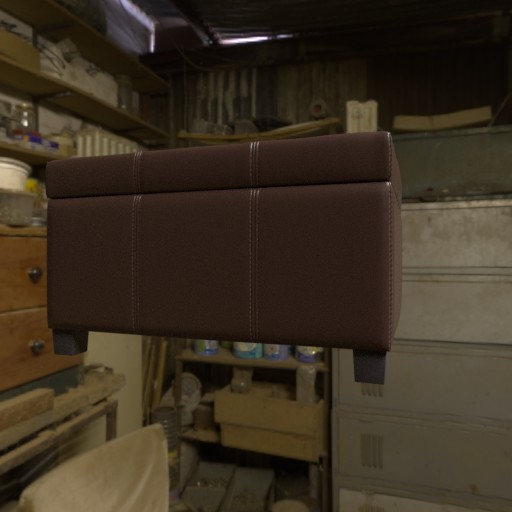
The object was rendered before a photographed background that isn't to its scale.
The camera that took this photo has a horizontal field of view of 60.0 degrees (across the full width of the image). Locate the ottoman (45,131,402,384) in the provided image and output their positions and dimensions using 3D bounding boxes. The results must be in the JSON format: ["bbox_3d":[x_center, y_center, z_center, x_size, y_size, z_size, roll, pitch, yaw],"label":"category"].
[{"bbox_3d":[0.000,0.000,1.264,0.788,0.460,0.787,0,0,19],"label":"ottoman"}]
